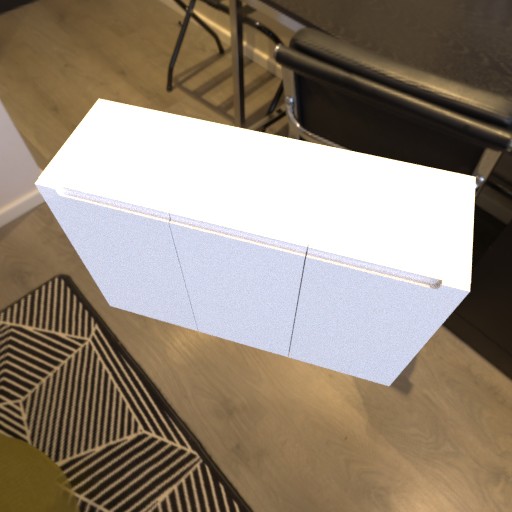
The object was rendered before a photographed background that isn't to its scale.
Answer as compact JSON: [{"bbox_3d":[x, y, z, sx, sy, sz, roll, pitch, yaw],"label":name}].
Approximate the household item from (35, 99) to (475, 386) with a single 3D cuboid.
[{"bbox_3d":[0.000,0.000,1.736,1.300,0.867,0.420,14,58,9],"label":"household item"}]
